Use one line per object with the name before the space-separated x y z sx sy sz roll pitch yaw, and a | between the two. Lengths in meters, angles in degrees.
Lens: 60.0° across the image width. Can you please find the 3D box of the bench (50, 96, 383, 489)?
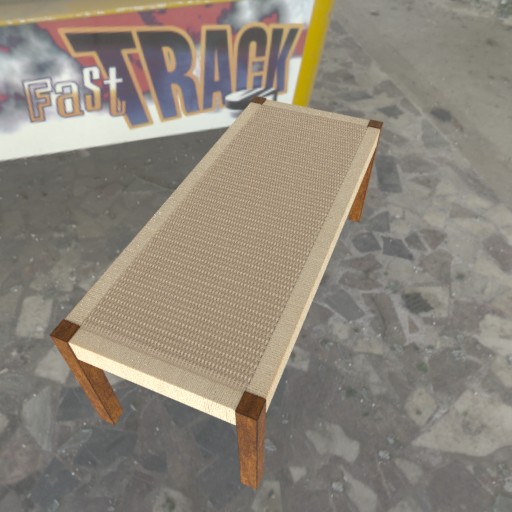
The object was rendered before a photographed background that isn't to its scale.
bench | 0.000 0.000 1.472 0.507 0.457 1.198 17 49 15
